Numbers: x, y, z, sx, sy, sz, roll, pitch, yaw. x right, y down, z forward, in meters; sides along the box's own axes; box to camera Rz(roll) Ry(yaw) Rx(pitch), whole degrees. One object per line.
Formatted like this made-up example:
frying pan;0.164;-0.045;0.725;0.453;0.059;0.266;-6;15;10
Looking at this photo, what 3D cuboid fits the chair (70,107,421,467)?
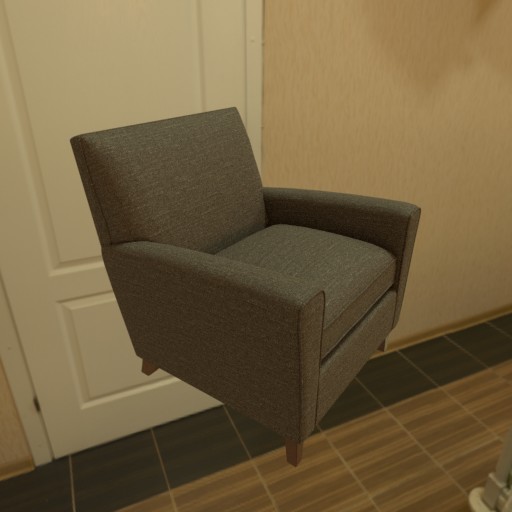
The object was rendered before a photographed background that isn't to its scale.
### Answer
chair;0.000;0.000;1.595;0.875;0.885;0.838;18;32;32
